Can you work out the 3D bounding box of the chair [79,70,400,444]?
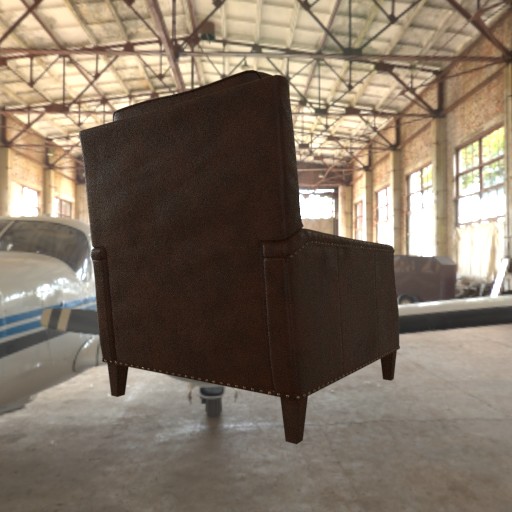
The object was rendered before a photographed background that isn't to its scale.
[{"bbox_3d":[0.000,0.000,1.765,0.854,1.054,1.035,-1,-1,35],"label":"chair"}]
